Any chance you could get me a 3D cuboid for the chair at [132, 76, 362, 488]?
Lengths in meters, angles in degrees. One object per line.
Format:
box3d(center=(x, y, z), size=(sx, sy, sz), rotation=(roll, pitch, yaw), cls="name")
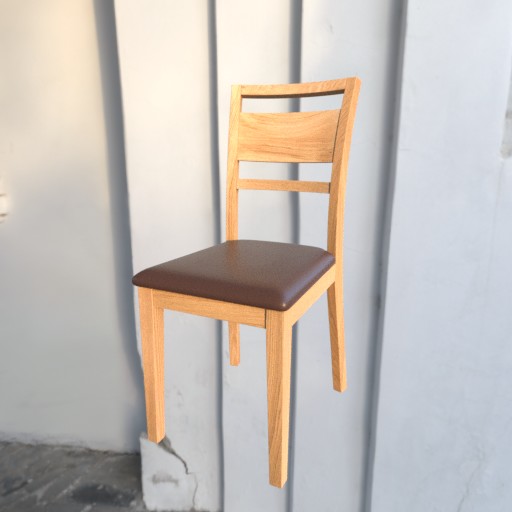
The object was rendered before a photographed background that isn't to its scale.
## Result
box3d(center=(0.000, 0.000, 1.200), size=(0.420, 0.940, 0.545), rotation=(7, 16, 26), cls="chair")
